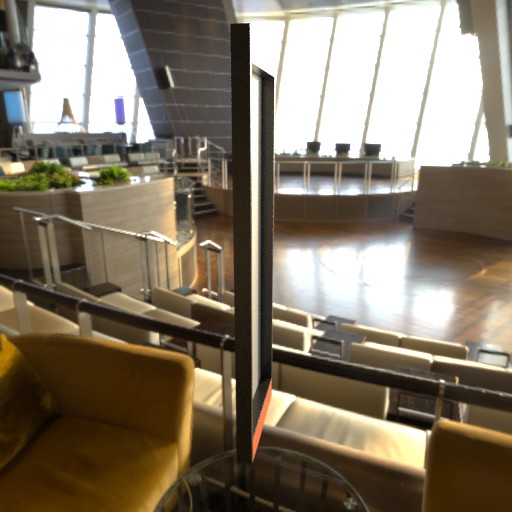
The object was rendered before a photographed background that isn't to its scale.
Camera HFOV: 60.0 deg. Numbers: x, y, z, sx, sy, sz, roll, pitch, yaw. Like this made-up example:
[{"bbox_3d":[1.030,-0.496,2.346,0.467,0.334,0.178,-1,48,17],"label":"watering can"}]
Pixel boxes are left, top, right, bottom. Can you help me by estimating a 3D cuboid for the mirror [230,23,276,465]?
[{"bbox_3d":[0.000,0.000,1.253,0.047,1.123,0.343,3,17,11],"label":"mirror"}]
